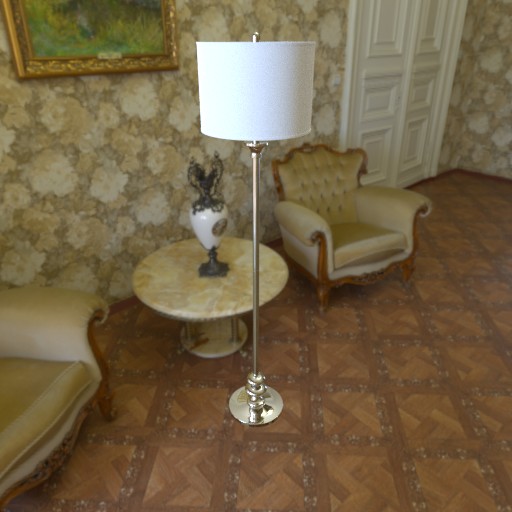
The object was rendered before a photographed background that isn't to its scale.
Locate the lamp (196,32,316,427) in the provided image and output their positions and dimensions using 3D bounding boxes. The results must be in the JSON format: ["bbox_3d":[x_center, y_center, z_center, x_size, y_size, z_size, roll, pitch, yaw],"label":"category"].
[{"bbox_3d":[0.000,0.000,1.649,0.356,1.487,0.356,1,26,2],"label":"lamp"}]
